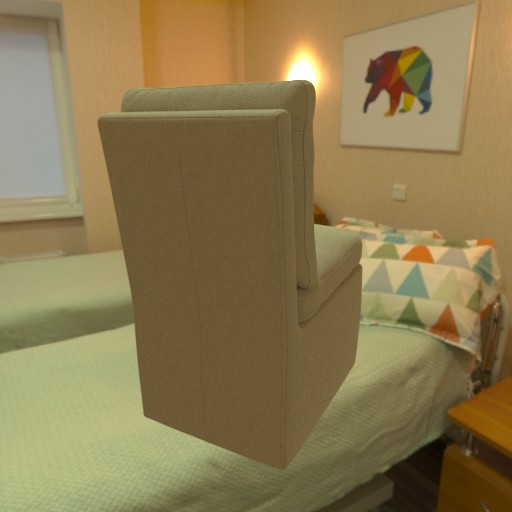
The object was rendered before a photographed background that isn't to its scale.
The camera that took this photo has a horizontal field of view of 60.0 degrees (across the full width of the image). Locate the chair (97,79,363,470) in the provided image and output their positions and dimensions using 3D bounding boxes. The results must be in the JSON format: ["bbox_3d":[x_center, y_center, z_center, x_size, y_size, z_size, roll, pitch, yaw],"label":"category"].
[{"bbox_3d":[0.000,0.000,1.318,0.503,0.927,0.698,9,18,27],"label":"chair"}]
